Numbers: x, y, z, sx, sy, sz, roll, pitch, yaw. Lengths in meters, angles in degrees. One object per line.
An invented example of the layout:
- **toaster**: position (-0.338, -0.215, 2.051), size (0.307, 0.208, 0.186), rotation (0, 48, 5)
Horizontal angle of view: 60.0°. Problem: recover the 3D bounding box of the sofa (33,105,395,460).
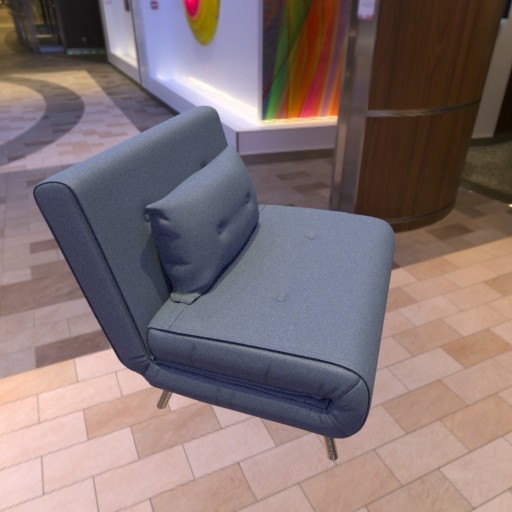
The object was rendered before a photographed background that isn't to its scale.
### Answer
- **sofa**: position (0.000, 0.000, 1.682), size (0.996, 0.860, 0.999), rotation (10, 32, 16)
